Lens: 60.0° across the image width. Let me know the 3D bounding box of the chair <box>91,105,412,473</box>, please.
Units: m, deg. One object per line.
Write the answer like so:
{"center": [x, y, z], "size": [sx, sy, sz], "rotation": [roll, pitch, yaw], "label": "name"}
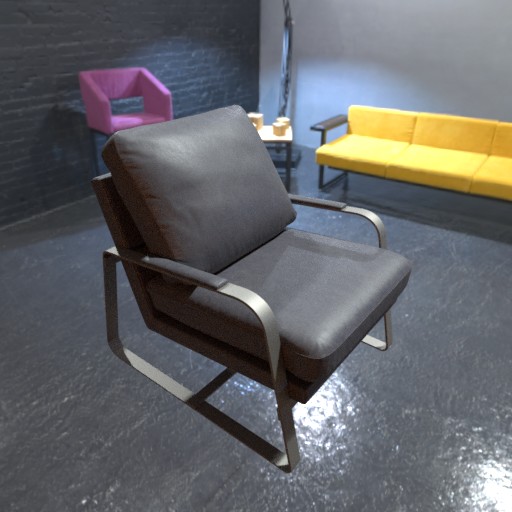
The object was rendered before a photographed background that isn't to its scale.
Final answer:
{"center": [0.000, 0.000, 1.485], "size": [0.878, 0.839, 0.692], "rotation": [21, 36, 33], "label": "chair"}
